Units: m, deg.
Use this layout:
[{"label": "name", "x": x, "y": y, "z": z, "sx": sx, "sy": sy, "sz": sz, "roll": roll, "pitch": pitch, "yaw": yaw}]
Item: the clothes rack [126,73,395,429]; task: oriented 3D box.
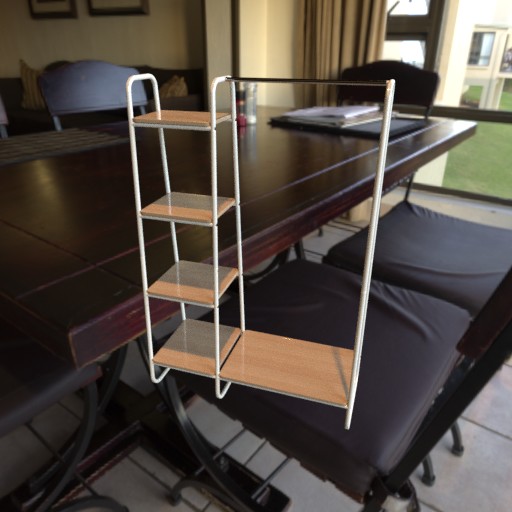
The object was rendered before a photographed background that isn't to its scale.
[{"label": "clothes rack", "x": 0.000, "y": 0.000, "z": 2.001, "sx": 1.011, "sy": 1.500, "sz": 0.400, "roll": 8, "pitch": 27, "yaw": 16}]
